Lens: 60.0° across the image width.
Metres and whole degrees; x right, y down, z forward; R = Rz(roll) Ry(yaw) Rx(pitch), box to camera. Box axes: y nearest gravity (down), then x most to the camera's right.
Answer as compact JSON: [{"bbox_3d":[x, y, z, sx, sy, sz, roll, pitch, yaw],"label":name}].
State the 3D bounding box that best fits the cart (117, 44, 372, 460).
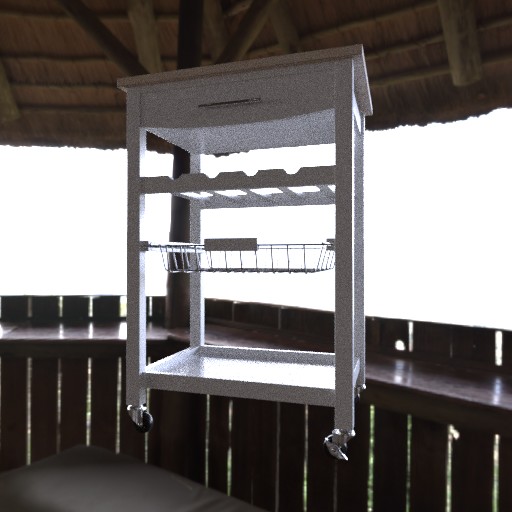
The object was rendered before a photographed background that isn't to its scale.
[{"bbox_3d":[0.000,0.000,1.174,0.578,0.857,0.406,0,0,18],"label":"cart"}]
